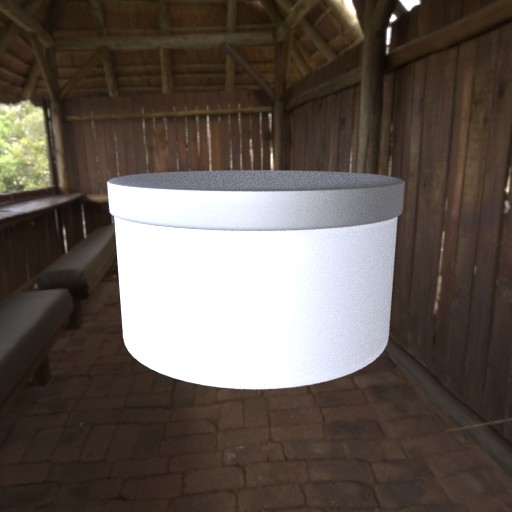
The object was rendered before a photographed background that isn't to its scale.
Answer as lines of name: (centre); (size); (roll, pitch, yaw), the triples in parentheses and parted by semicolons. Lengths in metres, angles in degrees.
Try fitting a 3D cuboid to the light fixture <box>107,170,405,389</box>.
light fixture: (0.000, 0.000, 0.642); (0.393, 0.229, 0.393); (0, 13, 0)
